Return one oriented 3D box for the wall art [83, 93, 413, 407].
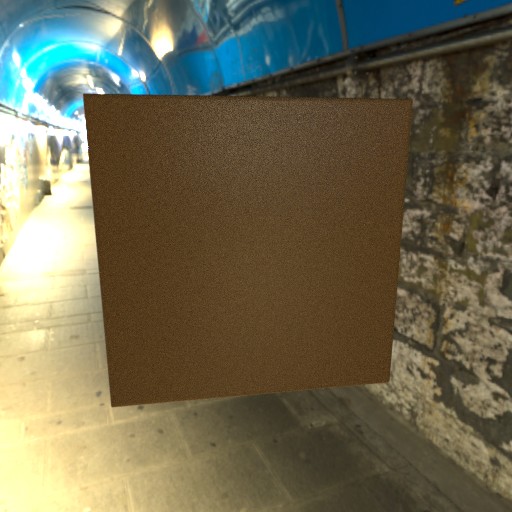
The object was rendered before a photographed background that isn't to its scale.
[{"bbox_3d":[0.000,0.000,1.901,1.287,1.288,0.078,-2,15,-9],"label":"wall art"}]
